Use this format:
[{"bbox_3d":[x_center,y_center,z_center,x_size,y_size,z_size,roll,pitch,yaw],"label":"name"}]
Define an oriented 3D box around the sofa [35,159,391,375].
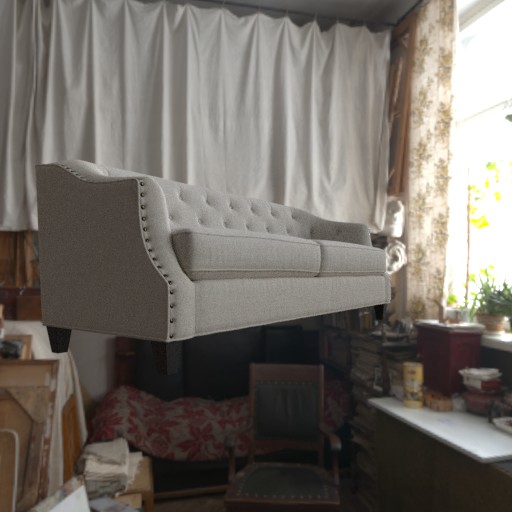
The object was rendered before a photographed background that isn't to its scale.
[{"bbox_3d":[0.000,0.000,2.663,0.914,0.901,2.235,-1,-2,36],"label":"sofa"}]
